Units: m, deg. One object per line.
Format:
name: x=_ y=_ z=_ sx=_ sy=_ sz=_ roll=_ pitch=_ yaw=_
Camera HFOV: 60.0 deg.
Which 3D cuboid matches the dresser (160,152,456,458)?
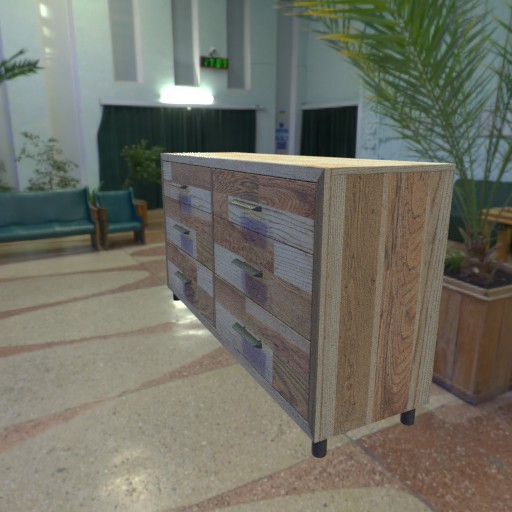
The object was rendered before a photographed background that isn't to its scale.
dresser: x=0.000 y=0.000 z=1.912 sx=0.487 sy=0.834 sz=1.547 roll=-7 pitch=16 yaw=-25
